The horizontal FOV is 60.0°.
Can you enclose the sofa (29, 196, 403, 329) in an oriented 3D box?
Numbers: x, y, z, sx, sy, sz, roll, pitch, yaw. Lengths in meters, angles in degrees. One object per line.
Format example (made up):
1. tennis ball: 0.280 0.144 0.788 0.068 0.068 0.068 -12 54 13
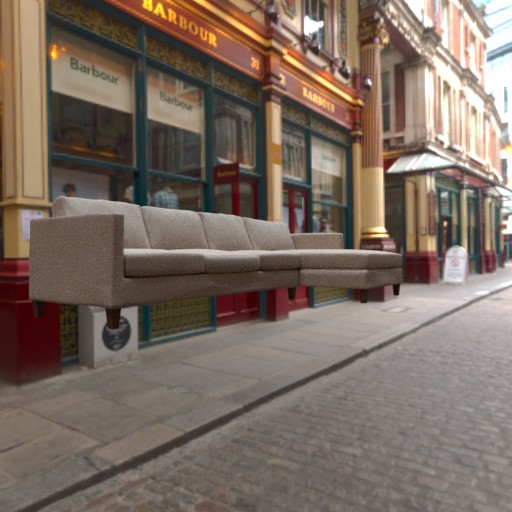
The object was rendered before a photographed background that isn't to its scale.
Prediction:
1. sofa: 0.000 0.000 3.898 1.625 0.846 3.186 0 0 35
